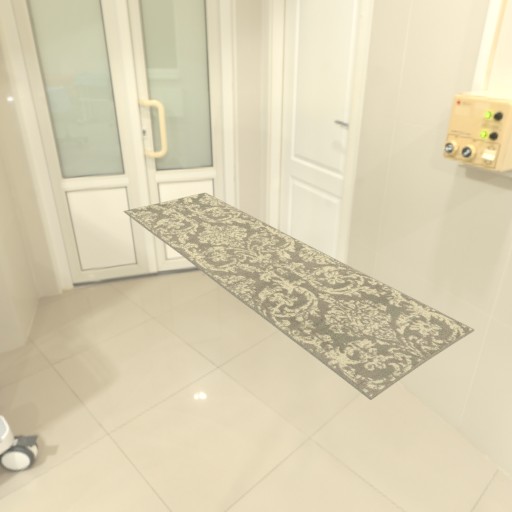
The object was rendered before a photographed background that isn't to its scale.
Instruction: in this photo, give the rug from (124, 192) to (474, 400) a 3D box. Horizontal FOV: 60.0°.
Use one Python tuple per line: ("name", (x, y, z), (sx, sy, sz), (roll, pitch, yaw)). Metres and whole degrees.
("rug", (0.000, 0.000, 2.472), (0.662, 0.011, 2.196), (-19, 33, -32))
